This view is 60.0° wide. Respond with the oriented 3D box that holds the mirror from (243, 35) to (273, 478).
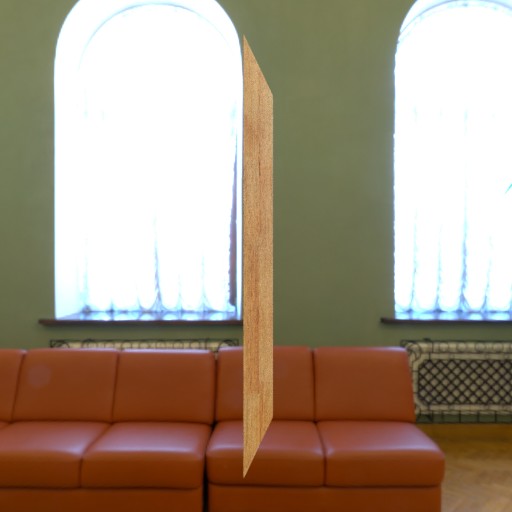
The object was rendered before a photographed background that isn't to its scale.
[{"bbox_3d":[0.000,0.000,0.974,0.047,0.651,0.651,0,0,-1],"label":"mirror"}]
